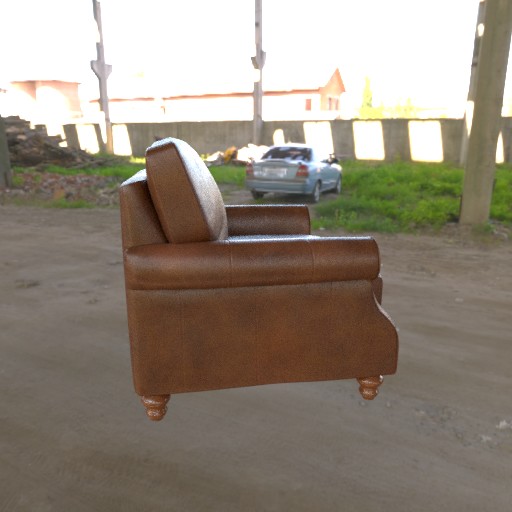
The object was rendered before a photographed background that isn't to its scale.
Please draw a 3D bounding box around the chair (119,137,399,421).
[{"bbox_3d":[0.000,0.000,1.870,0.992,0.972,0.989,-2,14,-9],"label":"chair"}]
